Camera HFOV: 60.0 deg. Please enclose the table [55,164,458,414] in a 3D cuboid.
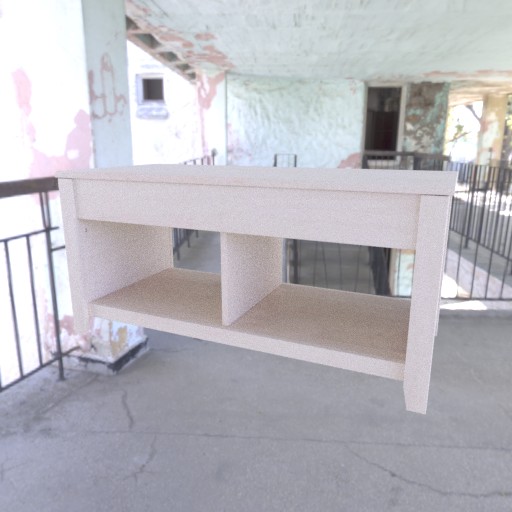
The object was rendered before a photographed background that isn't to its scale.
[{"bbox_3d":[0.000,0.000,1.283,1.016,0.483,0.457,7,16,24],"label":"table"}]
